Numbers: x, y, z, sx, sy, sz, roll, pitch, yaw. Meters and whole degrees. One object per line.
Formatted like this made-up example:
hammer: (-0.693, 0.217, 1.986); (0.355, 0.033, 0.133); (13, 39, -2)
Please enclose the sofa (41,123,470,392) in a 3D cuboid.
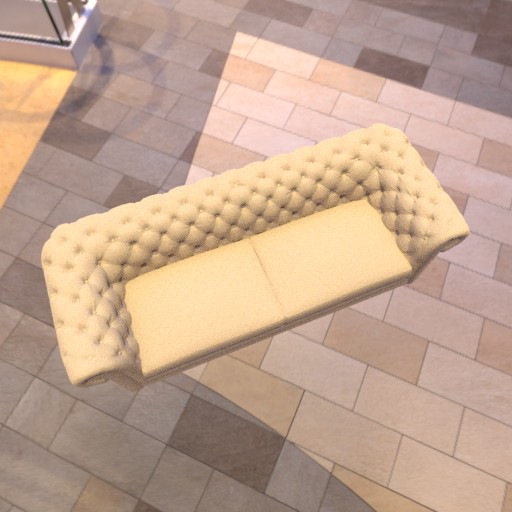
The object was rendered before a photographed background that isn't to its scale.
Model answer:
sofa: (0.000, 0.000, 3.166); (2.694, 0.847, 1.076); (-20, 65, -9)
